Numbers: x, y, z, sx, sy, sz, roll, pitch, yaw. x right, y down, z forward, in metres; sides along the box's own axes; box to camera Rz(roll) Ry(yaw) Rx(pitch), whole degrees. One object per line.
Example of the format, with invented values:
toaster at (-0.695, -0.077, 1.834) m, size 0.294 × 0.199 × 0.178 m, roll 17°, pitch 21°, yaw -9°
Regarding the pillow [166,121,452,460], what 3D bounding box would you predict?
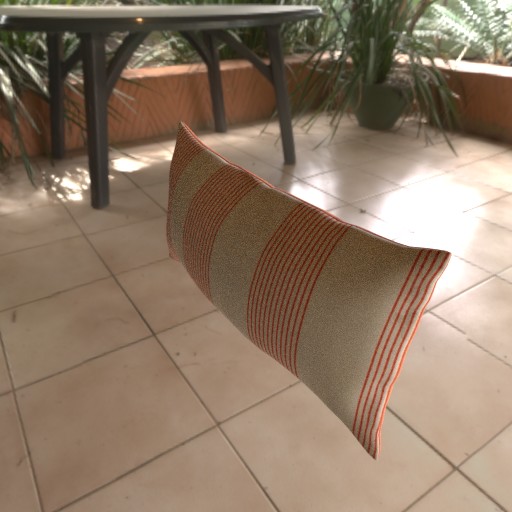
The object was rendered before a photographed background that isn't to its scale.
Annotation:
pillow at (0.000, 0.000, 0.712) m, size 0.156 × 0.292 × 0.608 m, roll -20°, pitch 36°, yaw -29°
